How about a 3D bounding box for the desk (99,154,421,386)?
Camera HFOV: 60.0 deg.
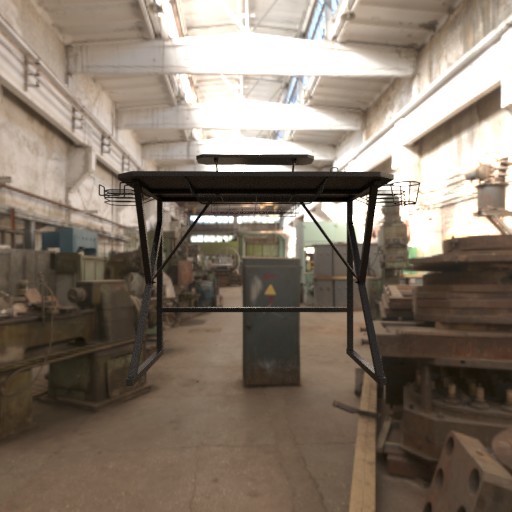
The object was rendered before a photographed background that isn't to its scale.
[{"bbox_3d":[0.000,0.000,1.787,1.290,0.880,0.580,0,-1,-1],"label":"desk"}]
